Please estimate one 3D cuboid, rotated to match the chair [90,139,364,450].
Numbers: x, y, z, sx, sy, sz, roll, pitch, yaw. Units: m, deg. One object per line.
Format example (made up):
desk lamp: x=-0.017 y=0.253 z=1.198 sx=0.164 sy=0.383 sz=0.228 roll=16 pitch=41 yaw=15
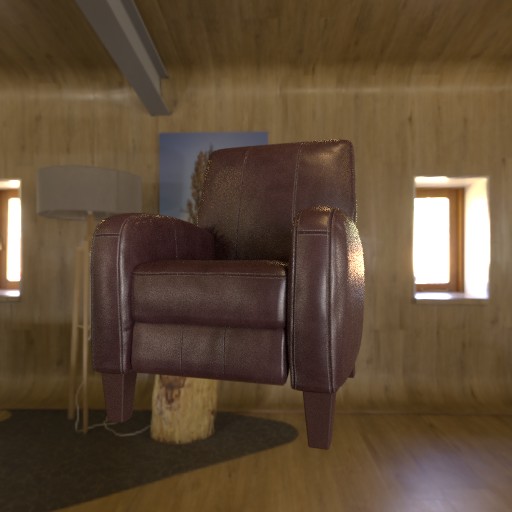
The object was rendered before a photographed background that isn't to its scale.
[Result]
chair: x=0.000 y=0.000 z=1.631 sx=0.762 sy=0.990 sz=0.990 roll=0 pitch=0 yaw=18
